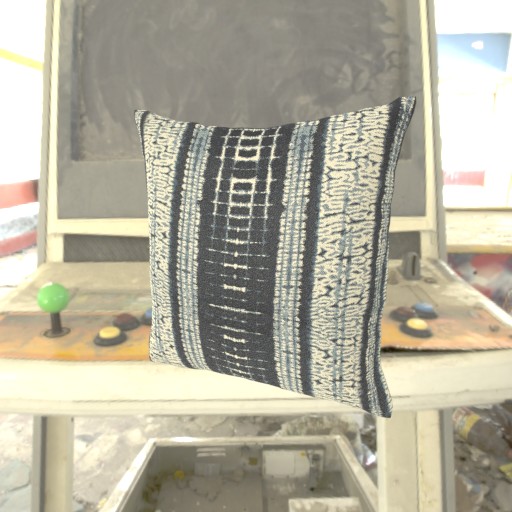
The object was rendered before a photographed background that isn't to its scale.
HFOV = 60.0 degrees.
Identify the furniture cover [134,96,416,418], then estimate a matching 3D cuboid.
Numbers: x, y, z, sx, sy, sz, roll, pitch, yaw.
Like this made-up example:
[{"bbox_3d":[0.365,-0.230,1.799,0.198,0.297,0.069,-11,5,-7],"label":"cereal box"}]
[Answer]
[{"bbox_3d":[0.000,0.000,0.665,0.425,0.435,0.133,6,15,24],"label":"furniture cover"}]
